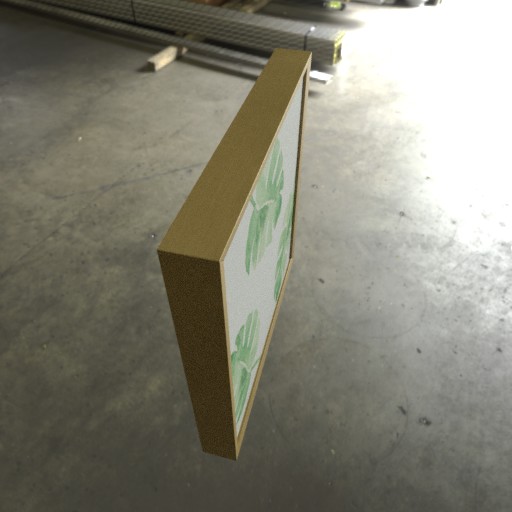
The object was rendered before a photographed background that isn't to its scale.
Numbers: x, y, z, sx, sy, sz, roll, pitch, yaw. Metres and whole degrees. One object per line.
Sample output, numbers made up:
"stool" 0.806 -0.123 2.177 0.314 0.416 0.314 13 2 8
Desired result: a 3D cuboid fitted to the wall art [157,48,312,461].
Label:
"wall art" 0.000 0.000 0.462 0.038 0.305 0.305 11 47 10
